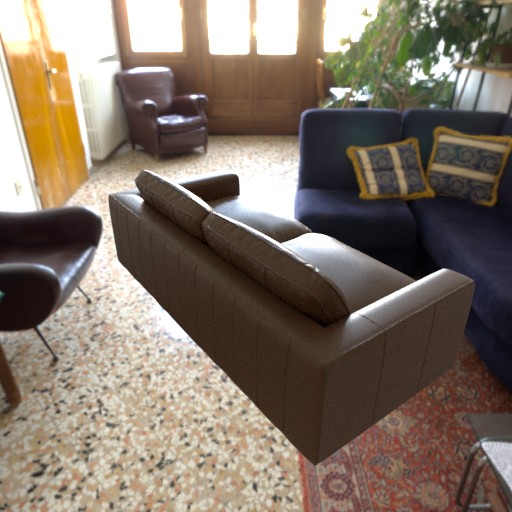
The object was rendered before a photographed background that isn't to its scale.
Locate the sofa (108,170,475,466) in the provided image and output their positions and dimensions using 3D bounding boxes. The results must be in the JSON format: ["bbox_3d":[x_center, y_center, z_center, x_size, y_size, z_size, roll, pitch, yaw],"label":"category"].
[{"bbox_3d":[0.000,0.000,2.764,1.070,0.801,2.262,-19,34,-31],"label":"sofa"}]
